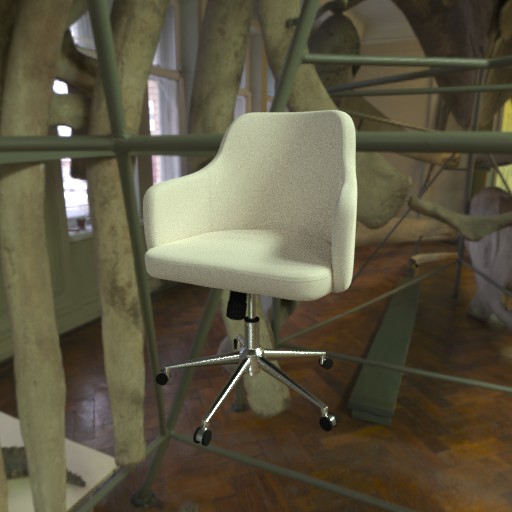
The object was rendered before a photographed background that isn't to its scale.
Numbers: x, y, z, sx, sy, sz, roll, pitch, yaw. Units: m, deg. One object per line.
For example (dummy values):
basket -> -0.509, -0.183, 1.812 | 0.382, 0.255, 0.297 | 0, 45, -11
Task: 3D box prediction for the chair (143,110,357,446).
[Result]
chair -> 0.000, 0.000, 1.266 | 0.602, 0.819, 0.647 | 7, 16, 25
